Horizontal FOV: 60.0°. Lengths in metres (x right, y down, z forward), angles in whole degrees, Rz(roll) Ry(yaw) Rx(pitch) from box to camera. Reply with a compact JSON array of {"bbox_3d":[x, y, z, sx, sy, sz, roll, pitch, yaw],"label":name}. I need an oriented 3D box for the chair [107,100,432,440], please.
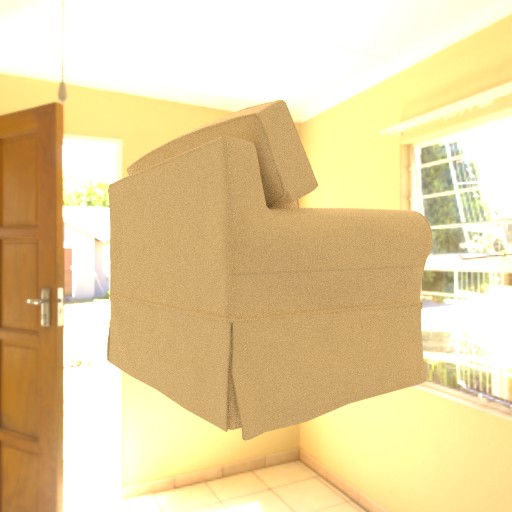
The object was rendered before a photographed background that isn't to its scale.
[{"bbox_3d":[0.000,0.000,1.814,0.904,0.958,1.099,0,0,-36],"label":"chair"}]
